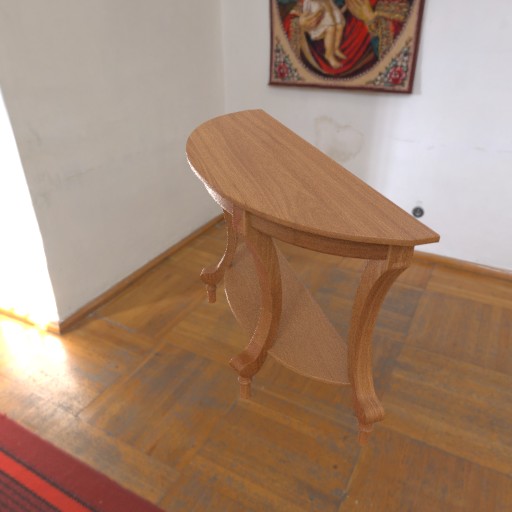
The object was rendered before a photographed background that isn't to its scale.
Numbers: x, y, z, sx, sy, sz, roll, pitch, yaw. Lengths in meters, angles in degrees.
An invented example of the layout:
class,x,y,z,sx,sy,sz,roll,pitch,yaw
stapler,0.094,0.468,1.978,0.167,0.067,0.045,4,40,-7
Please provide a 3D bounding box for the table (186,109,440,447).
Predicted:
class,x,y,z,sx,sy,sz,roll,pitch,yaw
table,0.000,0.000,1.481,0.394,0.692,1.198,-8,31,-14
